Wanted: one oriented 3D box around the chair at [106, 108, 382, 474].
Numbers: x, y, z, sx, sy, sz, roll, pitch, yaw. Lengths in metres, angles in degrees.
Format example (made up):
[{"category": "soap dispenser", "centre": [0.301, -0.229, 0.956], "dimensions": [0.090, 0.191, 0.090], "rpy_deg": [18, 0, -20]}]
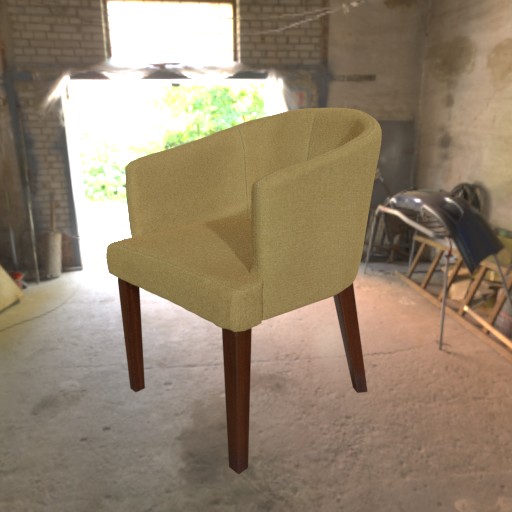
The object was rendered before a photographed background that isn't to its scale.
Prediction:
[{"category": "chair", "centre": [0.000, 0.000, 1.257], "dimensions": [0.583, 0.811, 0.655], "rpy_deg": [16, 23, 42]}]
